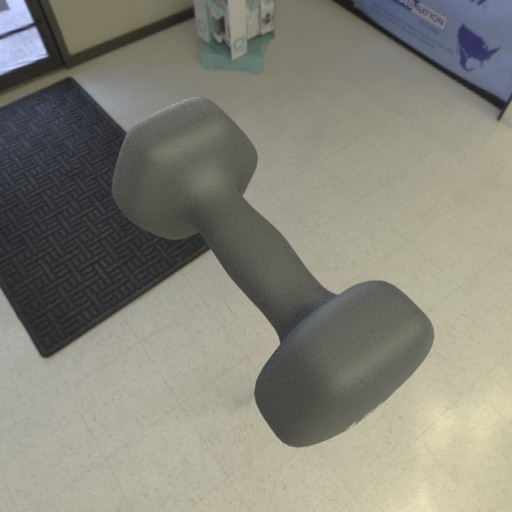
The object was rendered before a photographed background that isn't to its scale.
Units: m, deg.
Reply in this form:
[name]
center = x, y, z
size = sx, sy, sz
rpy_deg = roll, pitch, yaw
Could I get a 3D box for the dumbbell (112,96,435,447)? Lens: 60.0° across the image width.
[dumbbell]
center = 0.000, 0.000, 0.299
size = 0.116, 0.105, 0.240
rpy_deg = -30, 62, -18
